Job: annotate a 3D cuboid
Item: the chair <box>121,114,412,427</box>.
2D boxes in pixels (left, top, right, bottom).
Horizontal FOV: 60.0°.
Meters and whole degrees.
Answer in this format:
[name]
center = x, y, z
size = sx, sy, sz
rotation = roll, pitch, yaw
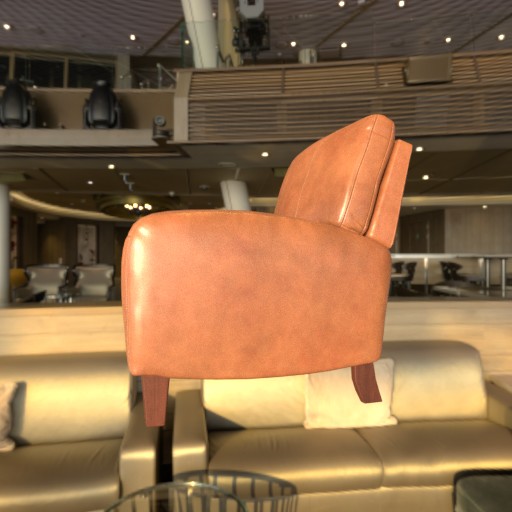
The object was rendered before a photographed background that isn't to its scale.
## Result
[chair]
center = 0.000, 0.000, 1.711
size = 0.990, 0.990, 0.762
rotation = 0, 0, -17
